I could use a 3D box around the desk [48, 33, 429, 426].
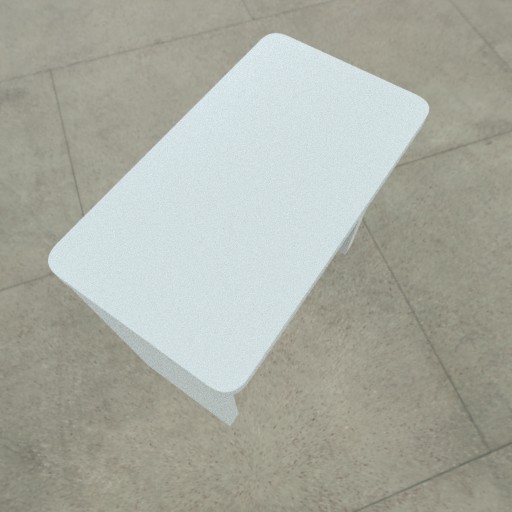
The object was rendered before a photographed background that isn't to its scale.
[{"bbox_3d":[0.000,0.000,1.258,0.446,0.760,0.790,32,68,14],"label":"desk"}]
